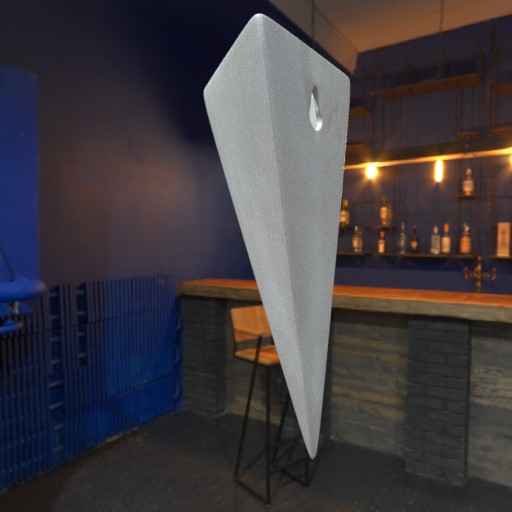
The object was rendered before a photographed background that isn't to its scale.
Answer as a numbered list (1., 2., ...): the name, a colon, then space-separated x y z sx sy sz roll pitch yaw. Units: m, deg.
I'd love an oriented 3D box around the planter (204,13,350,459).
1. planter: 0.000 0.000 0.154 0.047 0.130 0.058 1 2 35
